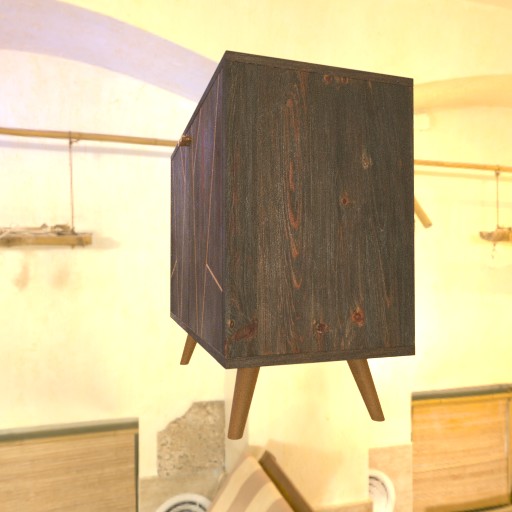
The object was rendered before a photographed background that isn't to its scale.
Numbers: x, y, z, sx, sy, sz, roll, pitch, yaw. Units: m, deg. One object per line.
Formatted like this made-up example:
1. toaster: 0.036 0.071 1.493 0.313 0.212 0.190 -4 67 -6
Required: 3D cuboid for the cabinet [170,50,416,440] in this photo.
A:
1. cabinet: 0.000 0.000 1.537 0.529 0.897 1.023 0 -1 -18
